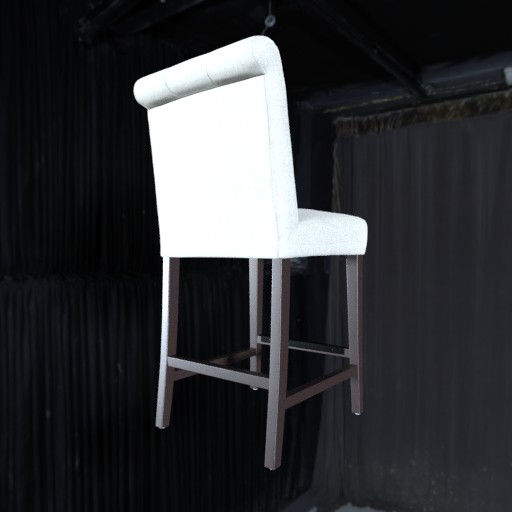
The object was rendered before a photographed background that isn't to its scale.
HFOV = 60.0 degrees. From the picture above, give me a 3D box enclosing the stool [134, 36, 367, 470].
[{"bbox_3d":[0.000,0.000,1.371,0.493,1.040,0.601,1,1,38],"label":"stool"}]
